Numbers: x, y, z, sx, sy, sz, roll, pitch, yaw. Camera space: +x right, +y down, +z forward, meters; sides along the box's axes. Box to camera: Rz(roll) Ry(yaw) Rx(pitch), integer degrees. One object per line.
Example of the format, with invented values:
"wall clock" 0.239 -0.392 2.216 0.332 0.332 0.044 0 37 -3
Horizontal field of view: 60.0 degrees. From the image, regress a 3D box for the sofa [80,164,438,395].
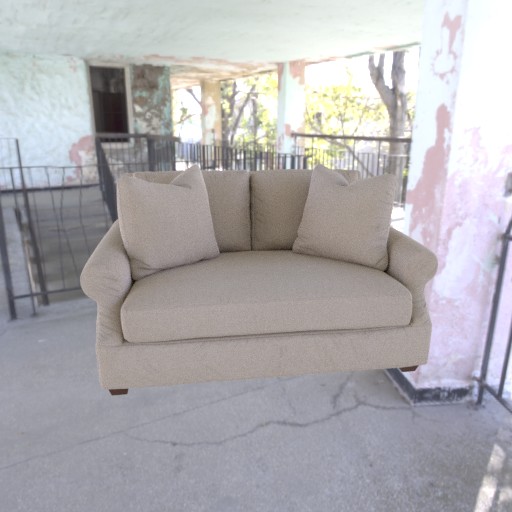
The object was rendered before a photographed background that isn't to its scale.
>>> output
"sofa" 0.000 0.000 2.262 1.550 0.905 1.070 -2 17 -8
